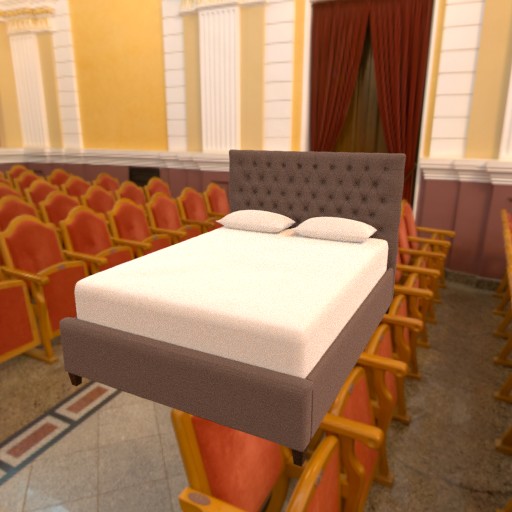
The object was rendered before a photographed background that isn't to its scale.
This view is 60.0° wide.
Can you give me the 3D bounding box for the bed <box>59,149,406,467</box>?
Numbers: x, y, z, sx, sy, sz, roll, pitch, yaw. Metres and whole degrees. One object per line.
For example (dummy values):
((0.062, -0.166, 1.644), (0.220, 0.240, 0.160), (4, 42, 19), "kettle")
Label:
((0.000, 0.000, 3.301), (1.696, 1.426, 2.233), (8, 18, 26), "bed")
